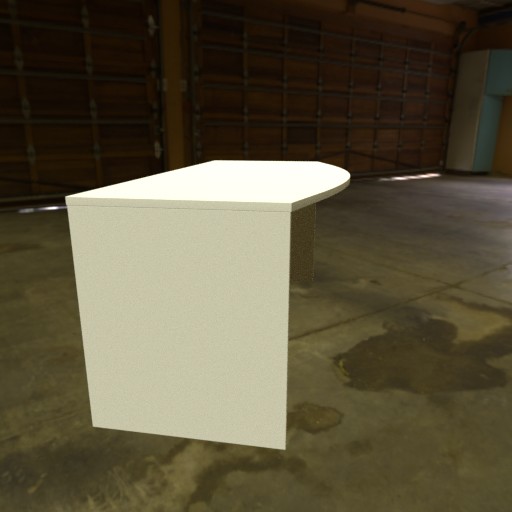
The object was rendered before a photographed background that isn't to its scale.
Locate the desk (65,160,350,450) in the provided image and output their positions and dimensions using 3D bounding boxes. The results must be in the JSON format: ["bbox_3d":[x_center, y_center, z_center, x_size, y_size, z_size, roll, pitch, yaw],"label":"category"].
[{"bbox_3d":[0.000,0.000,2.033,0.802,0.750,1.600,3,16,10],"label":"desk"}]
